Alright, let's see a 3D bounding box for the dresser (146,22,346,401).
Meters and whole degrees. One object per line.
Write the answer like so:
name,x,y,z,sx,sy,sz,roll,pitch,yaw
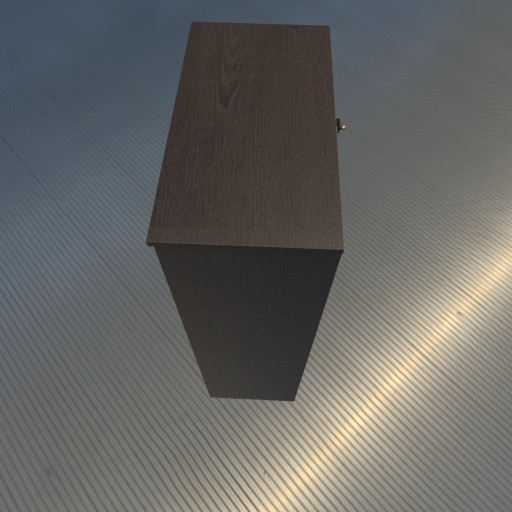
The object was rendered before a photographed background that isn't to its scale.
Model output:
dresser,0.000,0.000,1.546,0.418,1.254,0.704,2,59,1
